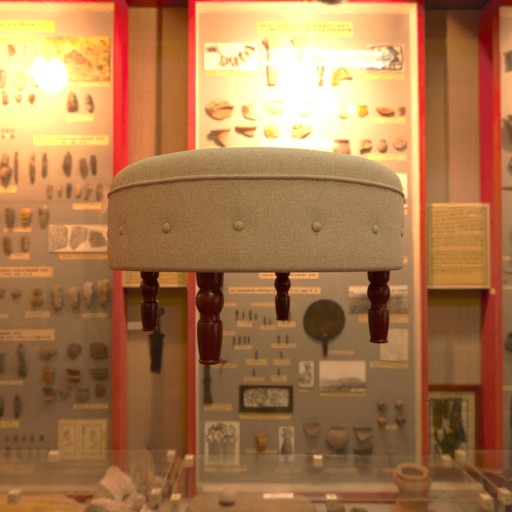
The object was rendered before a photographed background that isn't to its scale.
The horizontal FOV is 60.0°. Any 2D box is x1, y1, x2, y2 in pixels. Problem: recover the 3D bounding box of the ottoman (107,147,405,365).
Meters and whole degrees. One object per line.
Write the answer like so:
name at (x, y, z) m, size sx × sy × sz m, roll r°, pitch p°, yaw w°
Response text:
ottoman at (0.000, 0.000, 1.332) m, size 0.849 × 0.478 × 0.849 m, roll 0°, pitch 0°, yaw 0°
